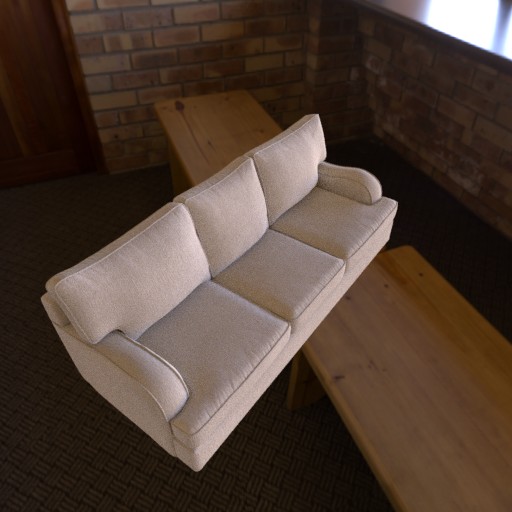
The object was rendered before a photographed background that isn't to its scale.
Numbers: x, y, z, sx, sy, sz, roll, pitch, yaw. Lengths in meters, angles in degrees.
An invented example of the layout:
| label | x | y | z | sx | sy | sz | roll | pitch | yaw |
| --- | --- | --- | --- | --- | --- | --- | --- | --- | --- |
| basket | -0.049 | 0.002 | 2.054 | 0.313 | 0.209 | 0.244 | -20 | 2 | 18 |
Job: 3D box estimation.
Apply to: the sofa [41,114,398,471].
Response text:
| label | x | y | z | sx | sy | sz | roll | pitch | yaw |
| --- | --- | --- | --- | --- | --- | --- | --- | --- | --- |
| sofa | 0.000 | 0.000 | 2.858 | 1.016 | 0.991 | 2.323 | 26 | 48 | 26 |
